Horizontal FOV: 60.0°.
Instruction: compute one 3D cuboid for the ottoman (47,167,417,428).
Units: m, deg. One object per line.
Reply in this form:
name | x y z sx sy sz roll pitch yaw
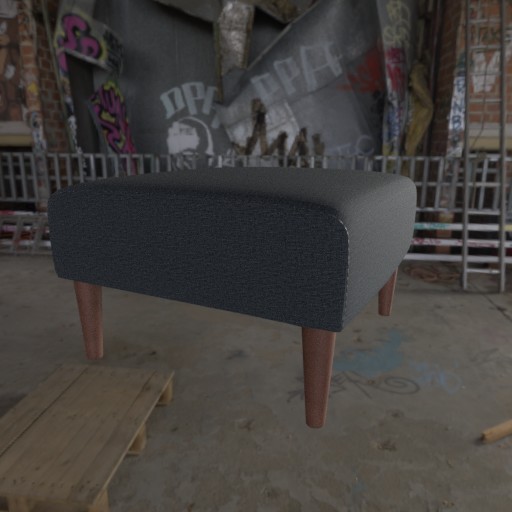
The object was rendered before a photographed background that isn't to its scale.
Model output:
ottoman | 0.000 0.000 1.056 0.649 0.398 0.650 7 16 27
